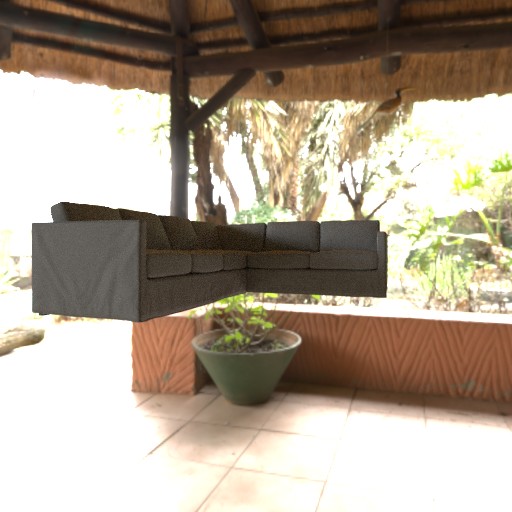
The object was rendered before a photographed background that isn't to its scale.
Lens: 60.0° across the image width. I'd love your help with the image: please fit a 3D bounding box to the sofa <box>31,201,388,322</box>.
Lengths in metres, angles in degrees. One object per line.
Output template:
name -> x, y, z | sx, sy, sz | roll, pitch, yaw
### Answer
sofa -> 0.000, 0.000, 4.348 | 2.432, 0.871, 3.182 | 0, 1, 18
